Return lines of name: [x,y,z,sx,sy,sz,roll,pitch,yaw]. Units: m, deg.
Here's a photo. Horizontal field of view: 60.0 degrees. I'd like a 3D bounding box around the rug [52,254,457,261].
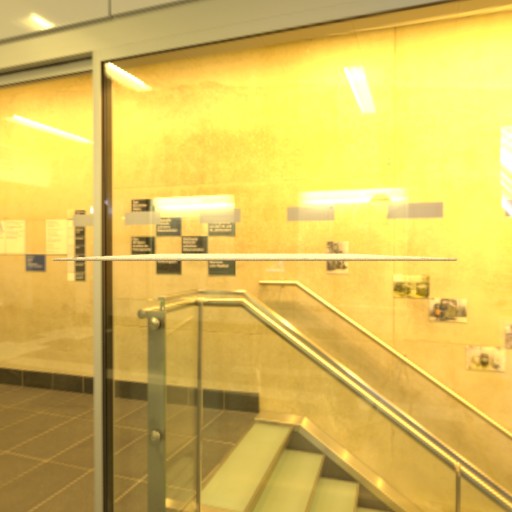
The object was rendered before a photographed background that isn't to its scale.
rug: [0.000,0.000,4.187,2.446,0.015,3.046,0,1,1]
